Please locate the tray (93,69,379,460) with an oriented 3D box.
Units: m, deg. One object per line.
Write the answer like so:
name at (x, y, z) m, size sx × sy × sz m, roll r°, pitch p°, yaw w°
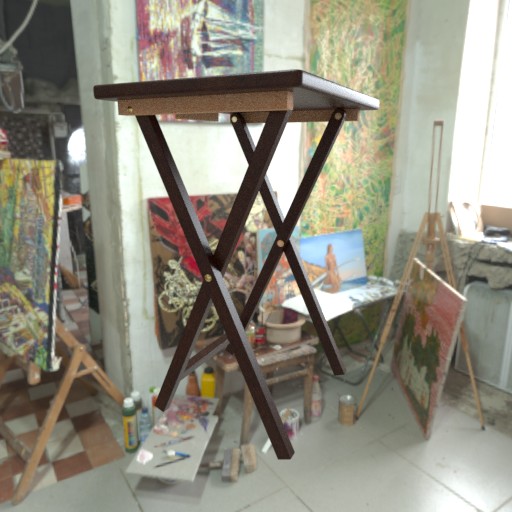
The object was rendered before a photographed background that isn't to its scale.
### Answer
tray at (0.000, 0.000, 0.954) m, size 0.381 × 0.660 × 0.483 m, roll 7°, pitch 16°, yaw 26°
